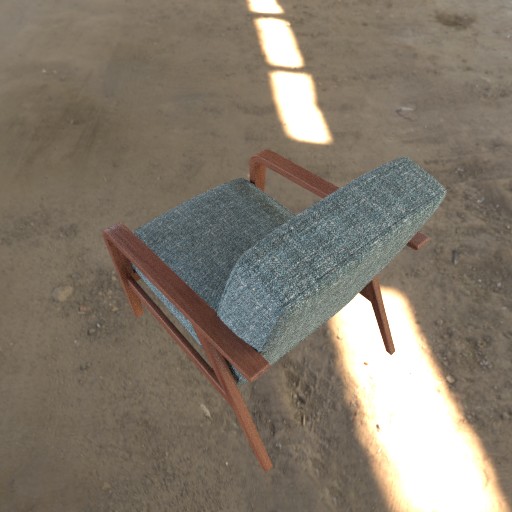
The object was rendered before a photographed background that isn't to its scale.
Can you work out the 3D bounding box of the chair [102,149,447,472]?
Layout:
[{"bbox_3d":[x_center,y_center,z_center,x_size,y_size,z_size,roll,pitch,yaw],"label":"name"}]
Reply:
[{"bbox_3d":[0.000,0.000,1.503,0.719,0.864,0.889,-32,55,-26],"label":"chair"}]
